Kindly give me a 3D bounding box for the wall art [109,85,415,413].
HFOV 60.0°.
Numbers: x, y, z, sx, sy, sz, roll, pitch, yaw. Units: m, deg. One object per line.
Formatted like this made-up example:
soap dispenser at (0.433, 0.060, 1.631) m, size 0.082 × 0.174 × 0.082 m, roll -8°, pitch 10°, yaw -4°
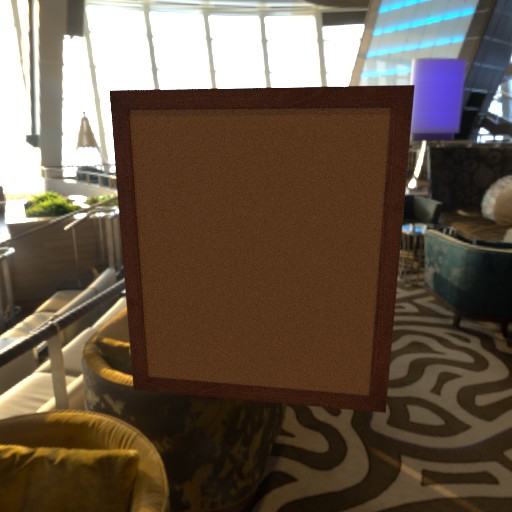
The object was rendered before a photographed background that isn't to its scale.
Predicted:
wall art at (0.000, 0.000, 0.538) m, size 0.330 × 0.381 × 0.030 m, roll 2°, pitch 15°, yaw 9°
